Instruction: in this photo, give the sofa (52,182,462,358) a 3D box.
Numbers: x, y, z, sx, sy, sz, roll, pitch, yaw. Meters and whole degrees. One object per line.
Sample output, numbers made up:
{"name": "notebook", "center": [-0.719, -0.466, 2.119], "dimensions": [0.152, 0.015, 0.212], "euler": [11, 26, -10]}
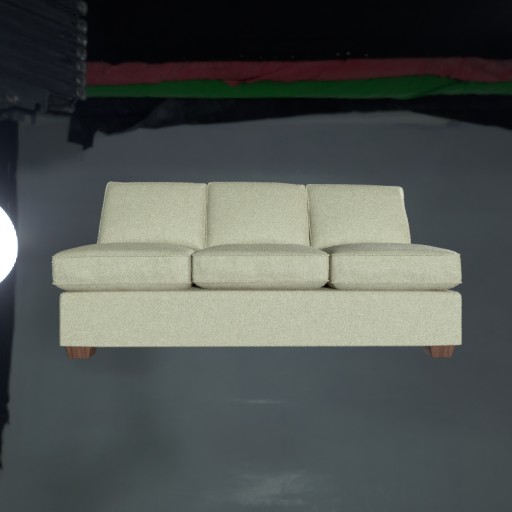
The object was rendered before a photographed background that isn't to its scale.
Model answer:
{"name": "sofa", "center": [0.000, 0.000, 2.562], "dimensions": [1.962, 0.973, 1.027], "euler": [0, 0, -1]}
